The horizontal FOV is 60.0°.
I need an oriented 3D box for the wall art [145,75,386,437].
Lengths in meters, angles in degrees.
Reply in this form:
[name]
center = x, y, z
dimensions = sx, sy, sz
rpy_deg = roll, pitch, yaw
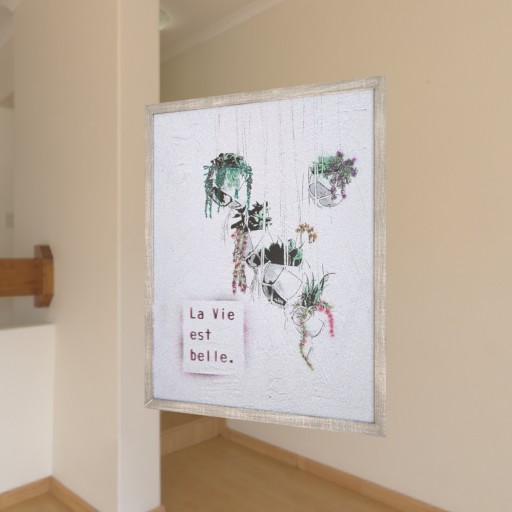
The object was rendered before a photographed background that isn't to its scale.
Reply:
[wall art]
center = 0.000, 0.000, 1.386
dimensions = 0.781, 1.022, 0.035
rpy_deg = 0, 0, 18
